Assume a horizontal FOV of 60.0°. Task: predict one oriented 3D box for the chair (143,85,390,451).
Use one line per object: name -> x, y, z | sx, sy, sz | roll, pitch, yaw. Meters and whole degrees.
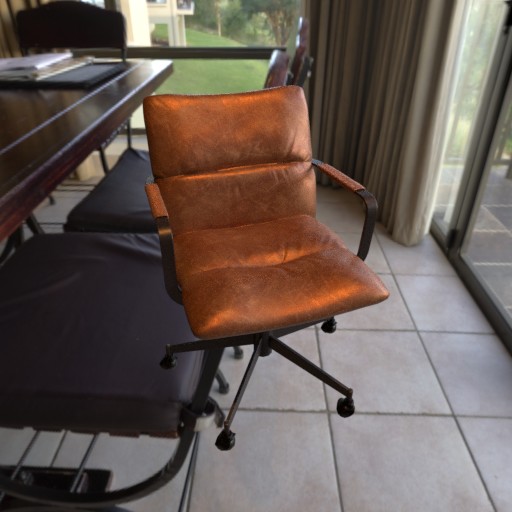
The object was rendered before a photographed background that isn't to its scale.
chair -> 0.000, 0.000, 1.474 | 0.727, 0.922, 0.754 | -10, 33, -15
